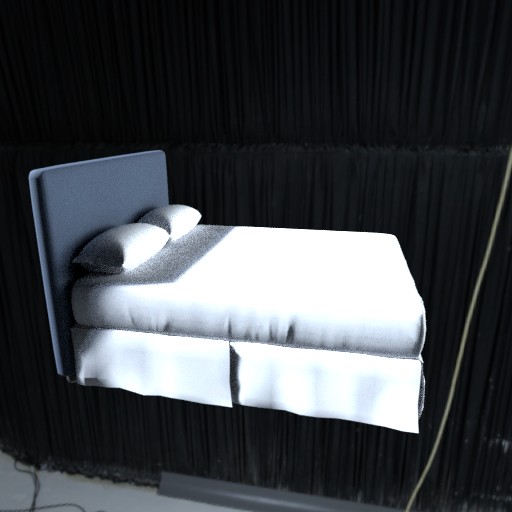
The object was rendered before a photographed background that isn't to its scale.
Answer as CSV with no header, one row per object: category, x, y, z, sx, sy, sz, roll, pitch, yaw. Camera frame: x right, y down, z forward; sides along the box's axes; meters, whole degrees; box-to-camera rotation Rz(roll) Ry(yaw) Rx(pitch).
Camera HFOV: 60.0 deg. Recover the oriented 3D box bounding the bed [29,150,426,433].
bed,0.000,0.000,3.100,2.162,1.330,1.713,4,17,11
